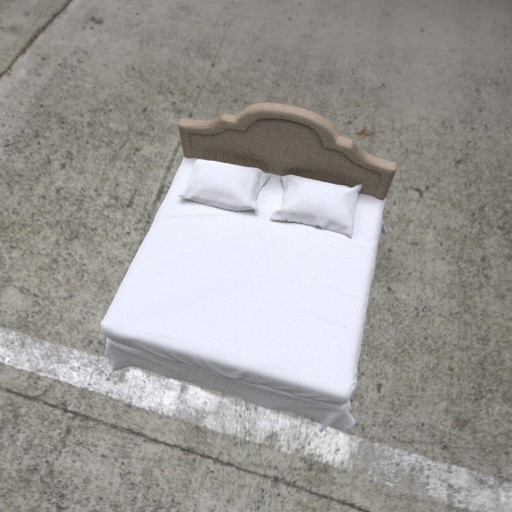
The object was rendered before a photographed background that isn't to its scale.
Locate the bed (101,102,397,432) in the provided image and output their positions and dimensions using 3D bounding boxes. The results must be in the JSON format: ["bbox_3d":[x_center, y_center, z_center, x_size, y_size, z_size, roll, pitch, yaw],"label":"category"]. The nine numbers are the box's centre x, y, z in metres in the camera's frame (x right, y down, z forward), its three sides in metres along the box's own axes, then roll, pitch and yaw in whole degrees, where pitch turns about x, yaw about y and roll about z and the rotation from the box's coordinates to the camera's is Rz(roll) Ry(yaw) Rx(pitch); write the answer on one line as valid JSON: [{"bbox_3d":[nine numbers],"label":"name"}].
[{"bbox_3d":[0.000,0.000,3.772,2.303,1.631,2.222,14,60,8],"label":"bed"}]
